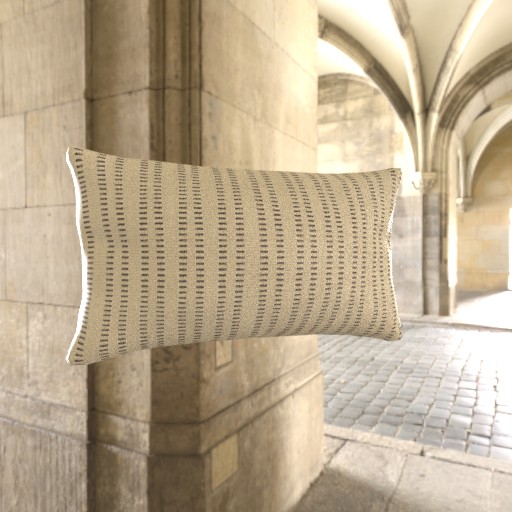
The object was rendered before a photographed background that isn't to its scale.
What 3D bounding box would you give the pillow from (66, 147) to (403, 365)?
[{"bbox_3d":[0.000,0.000,0.802,0.640,0.353,0.210,0,1,-18],"label":"pillow"}]
